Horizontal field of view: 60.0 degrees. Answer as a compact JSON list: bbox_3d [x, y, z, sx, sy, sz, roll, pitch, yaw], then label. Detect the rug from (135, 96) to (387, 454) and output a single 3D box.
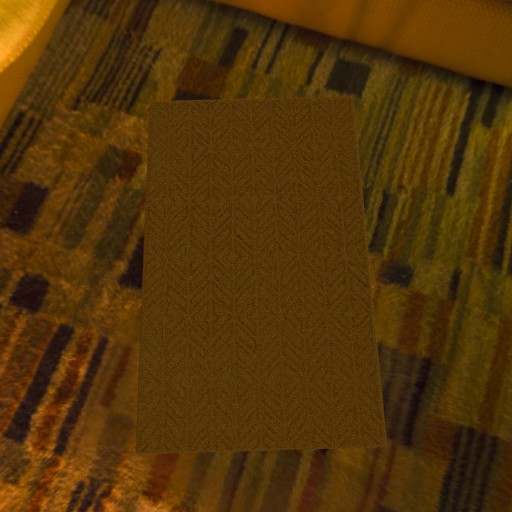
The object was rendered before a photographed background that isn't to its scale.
[{"bbox_3d":[0.000,0.000,3.000,1.523,0.008,2.438,-1,75,0],"label":"rug"}]
